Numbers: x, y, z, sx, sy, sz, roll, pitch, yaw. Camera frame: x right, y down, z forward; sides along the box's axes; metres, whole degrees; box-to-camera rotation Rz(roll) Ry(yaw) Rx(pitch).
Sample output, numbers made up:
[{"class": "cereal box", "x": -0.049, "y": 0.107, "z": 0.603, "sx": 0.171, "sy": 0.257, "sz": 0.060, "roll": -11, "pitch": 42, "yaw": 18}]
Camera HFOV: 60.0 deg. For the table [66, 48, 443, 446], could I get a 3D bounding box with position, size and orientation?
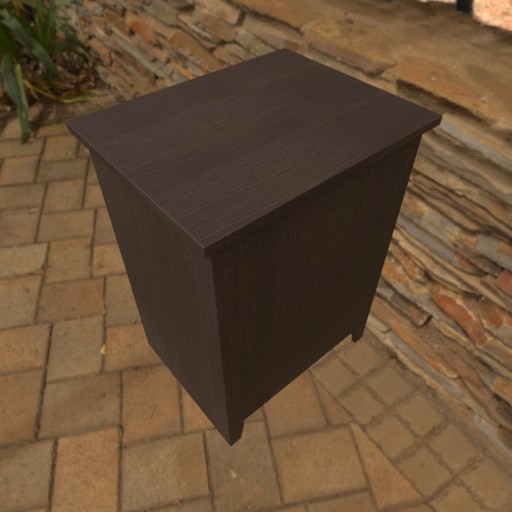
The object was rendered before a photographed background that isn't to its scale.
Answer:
[{"class": "table", "x": 0.000, "y": 0.000, "z": 0.944, "sx": 0.480, "sy": 0.635, "sz": 0.381, "roll": -31, "pitch": 53, "yaw": -27}]
